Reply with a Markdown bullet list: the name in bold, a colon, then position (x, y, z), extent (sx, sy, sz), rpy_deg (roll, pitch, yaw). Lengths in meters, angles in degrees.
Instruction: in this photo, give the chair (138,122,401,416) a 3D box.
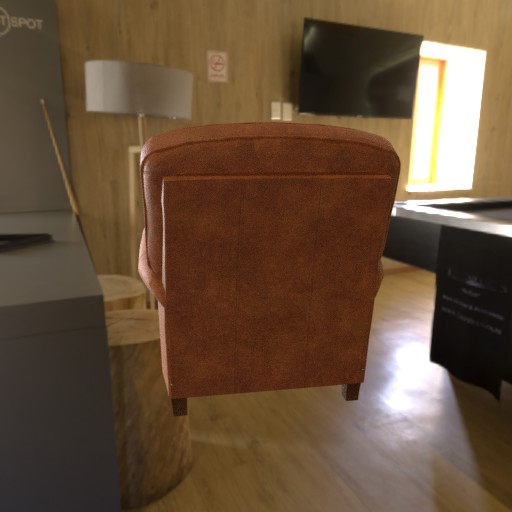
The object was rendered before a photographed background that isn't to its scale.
- **chair**: position (0.000, 0.000, 1.823), extent (0.936, 1.018, 0.986), rpy_deg (-2, 13, -9)
